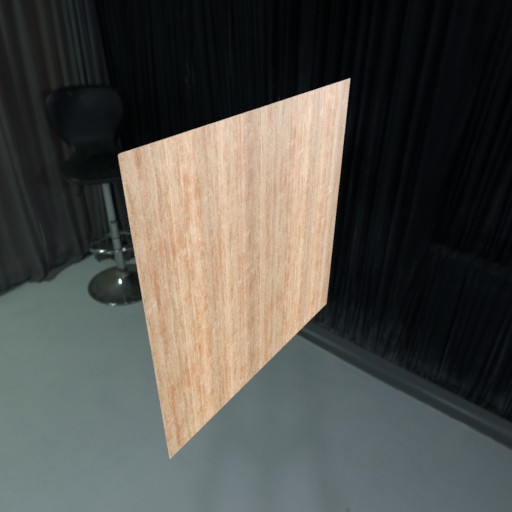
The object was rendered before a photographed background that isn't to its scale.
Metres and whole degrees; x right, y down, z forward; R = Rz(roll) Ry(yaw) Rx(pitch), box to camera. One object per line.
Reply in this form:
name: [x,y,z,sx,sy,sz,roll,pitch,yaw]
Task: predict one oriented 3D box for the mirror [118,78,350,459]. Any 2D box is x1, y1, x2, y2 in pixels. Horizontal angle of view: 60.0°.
mirror: [0.000,0.000,0.976,0.047,0.651,0.651,22,38,31]
